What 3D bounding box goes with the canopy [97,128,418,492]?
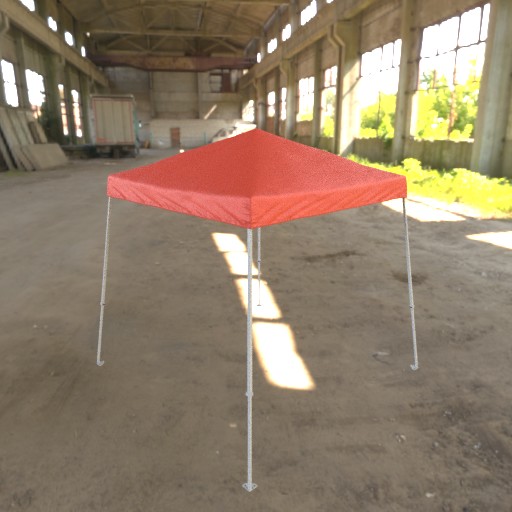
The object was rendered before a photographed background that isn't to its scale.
[{"bbox_3d":[0.000,0.000,5.157,2.850,2.850,2.849,-15,21,-41],"label":"canopy"}]
